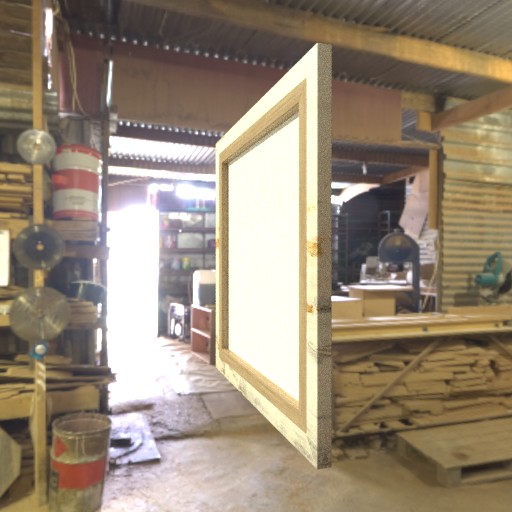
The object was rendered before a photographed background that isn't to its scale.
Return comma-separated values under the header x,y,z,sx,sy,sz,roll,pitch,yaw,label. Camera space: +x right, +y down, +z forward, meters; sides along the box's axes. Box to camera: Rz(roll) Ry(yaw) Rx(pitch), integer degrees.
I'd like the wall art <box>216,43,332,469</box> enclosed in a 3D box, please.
x,y,z,sx,sy,sz,roll,pitch,yaw,label
0.000,0.000,1.542,0.040,1.018,1.015,0,0,-19,wall art
